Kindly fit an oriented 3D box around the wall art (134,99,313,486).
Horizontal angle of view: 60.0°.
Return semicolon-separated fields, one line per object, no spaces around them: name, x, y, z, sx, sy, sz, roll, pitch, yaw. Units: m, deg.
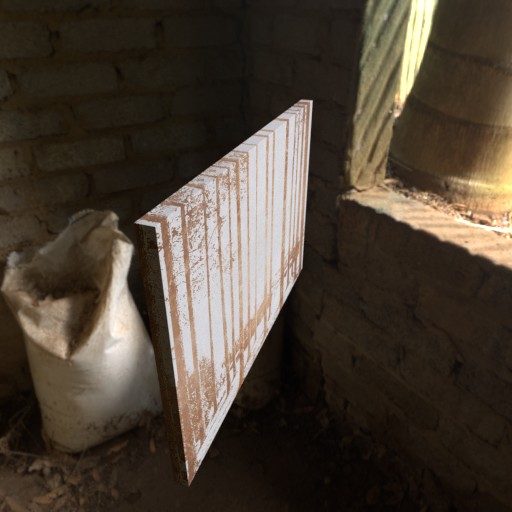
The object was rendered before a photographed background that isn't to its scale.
wall art;0.000;0.000;1.149;0.035;0.609;0.914;11;32;17
